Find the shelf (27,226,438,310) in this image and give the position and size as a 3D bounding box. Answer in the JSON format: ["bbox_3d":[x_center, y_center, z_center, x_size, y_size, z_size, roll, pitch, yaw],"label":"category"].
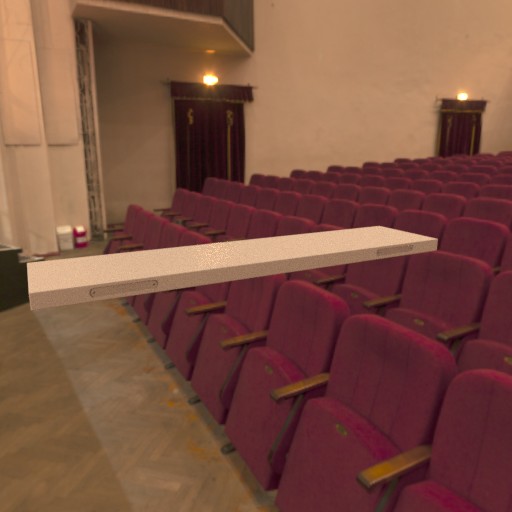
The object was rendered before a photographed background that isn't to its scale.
[{"bbox_3d":[0.000,0.000,0.664,0.610,0.020,0.140,-7,16,-26],"label":"shelf"}]
